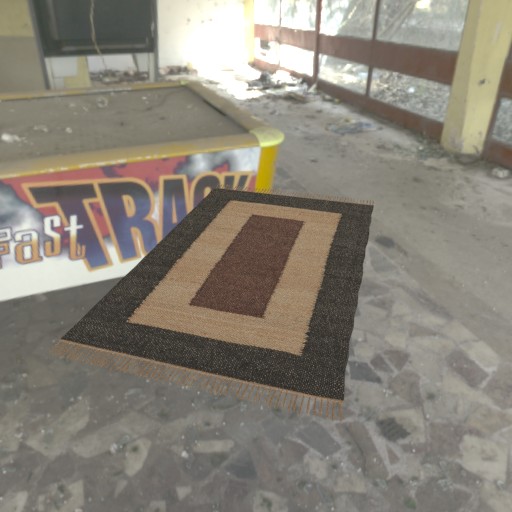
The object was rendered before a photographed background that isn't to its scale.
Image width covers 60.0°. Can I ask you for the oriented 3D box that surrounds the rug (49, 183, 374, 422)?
[{"bbox_3d":[0.000,0.000,1.903,0.920,0.013,1.541,8,31,14],"label":"rug"}]
